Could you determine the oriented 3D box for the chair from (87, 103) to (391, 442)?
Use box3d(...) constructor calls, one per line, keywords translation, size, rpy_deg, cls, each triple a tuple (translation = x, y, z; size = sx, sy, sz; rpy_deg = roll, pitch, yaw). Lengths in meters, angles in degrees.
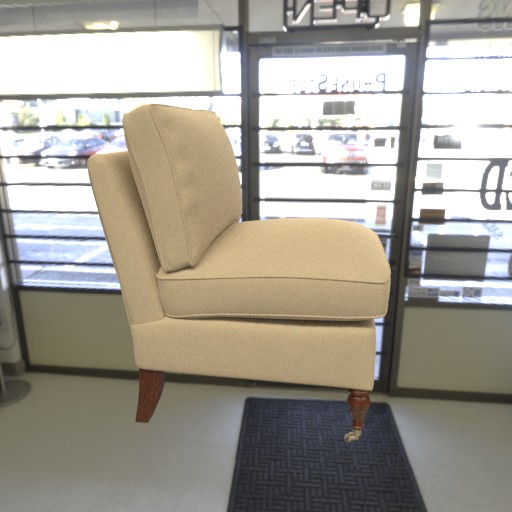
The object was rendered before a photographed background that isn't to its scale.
box3d(translation=(0.000, 0.000, 1.652), size=(0.912, 1.052, 0.724), rpy_deg=(3, 16, 9), cls="chair")
